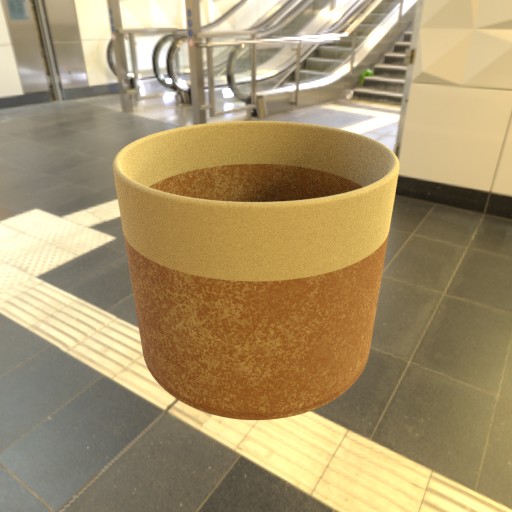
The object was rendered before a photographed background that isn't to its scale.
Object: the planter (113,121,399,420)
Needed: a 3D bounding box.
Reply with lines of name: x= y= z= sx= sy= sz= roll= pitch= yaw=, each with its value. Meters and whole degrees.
planter: x=0.000 y=0.000 z=0.287 sx=0.159 sy=0.138 sz=0.159 roll=0 pitch=29 yaw=0
